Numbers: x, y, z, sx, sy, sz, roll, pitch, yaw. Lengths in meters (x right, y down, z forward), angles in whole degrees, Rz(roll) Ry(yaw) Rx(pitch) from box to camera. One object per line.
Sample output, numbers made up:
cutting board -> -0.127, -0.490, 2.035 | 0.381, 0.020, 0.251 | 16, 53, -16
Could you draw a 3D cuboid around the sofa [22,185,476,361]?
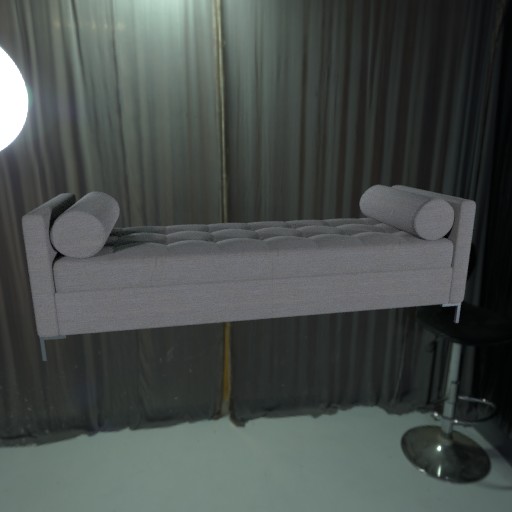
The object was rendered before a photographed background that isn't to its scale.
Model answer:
sofa -> 0.000, 0.000, 2.284 | 1.981, 0.635, 0.686 | -3, 16, -11
